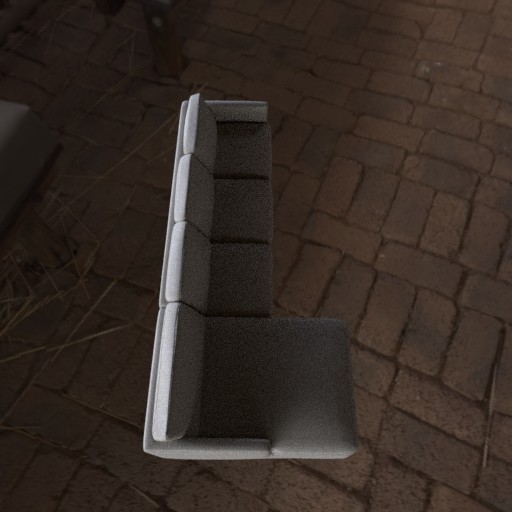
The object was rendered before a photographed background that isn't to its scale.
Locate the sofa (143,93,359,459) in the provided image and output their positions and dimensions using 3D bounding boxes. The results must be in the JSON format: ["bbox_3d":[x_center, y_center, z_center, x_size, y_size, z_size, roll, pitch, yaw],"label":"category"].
[{"bbox_3d":[0.000,0.000,3.844,1.502,0.876,3.201,0,63,0],"label":"sofa"}]
